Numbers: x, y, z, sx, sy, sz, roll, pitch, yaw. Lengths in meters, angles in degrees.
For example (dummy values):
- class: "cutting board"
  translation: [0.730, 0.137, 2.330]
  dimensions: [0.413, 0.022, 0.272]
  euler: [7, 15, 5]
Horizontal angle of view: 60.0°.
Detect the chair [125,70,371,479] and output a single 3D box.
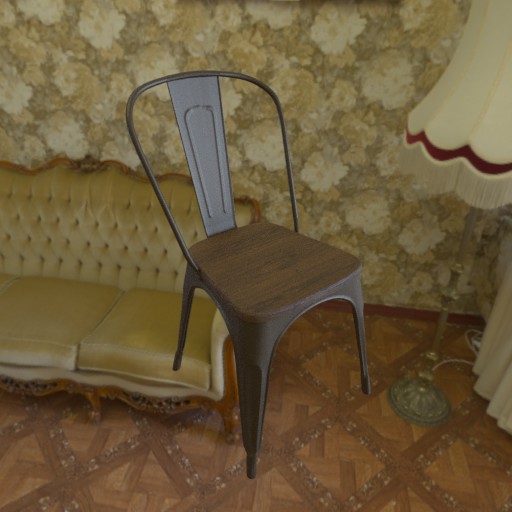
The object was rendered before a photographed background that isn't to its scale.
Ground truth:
- class: "chair"
  translation: [0.000, 0.000, 1.154]
  dimensions: [0.451, 0.844, 0.532]
  euler: [-21, 36, -32]
